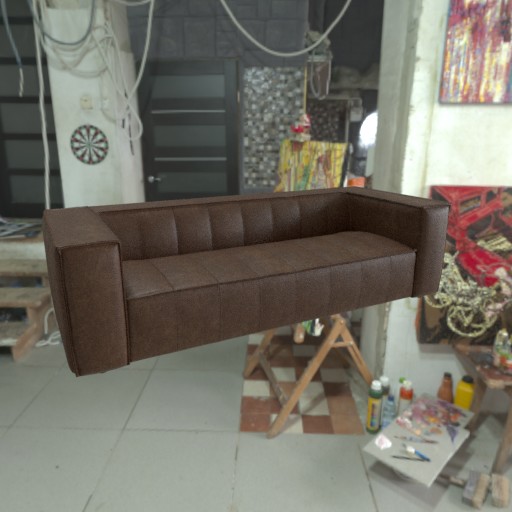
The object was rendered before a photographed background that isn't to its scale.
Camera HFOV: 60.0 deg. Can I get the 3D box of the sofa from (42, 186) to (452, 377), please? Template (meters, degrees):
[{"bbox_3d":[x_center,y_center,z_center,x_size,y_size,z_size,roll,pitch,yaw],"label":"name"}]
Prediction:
[{"bbox_3d":[0.000,0.000,3.038,2.581,0.701,1.102,-8,18,-27],"label":"sofa"}]
